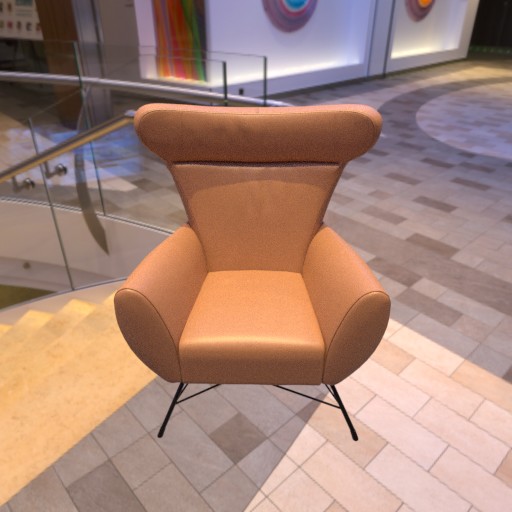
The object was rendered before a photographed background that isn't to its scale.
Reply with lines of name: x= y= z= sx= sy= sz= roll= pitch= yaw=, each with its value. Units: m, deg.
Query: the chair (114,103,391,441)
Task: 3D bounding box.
chair: x=0.000 y=0.000 z=1.759 sx=0.980 sy=1.050 sz=0.900 roll=1 pitch=31 yaw=1
